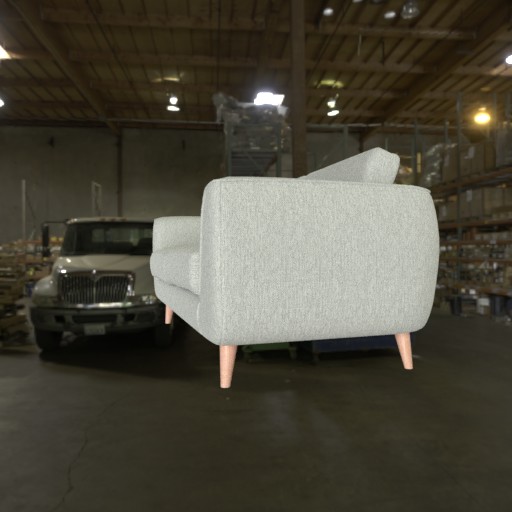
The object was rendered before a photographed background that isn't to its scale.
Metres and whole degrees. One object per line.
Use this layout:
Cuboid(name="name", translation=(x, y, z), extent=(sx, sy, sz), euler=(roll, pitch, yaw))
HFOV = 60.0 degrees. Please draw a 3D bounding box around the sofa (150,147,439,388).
Cuboid(name="sofa", translation=(0.000, 0.000, 2.220), extent=(0.920, 0.850, 1.700), euler=(0, 0, -19))
